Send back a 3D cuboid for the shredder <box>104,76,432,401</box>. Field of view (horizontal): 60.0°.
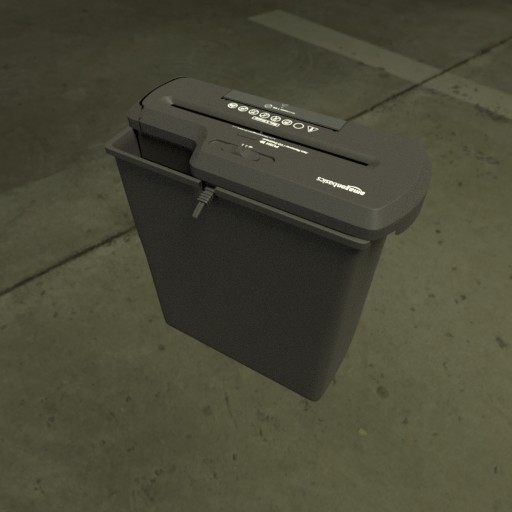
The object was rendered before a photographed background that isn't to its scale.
[{"bbox_3d":[0.000,0.000,0.531,0.320,0.335,0.170,23,50,21],"label":"shredder"}]
